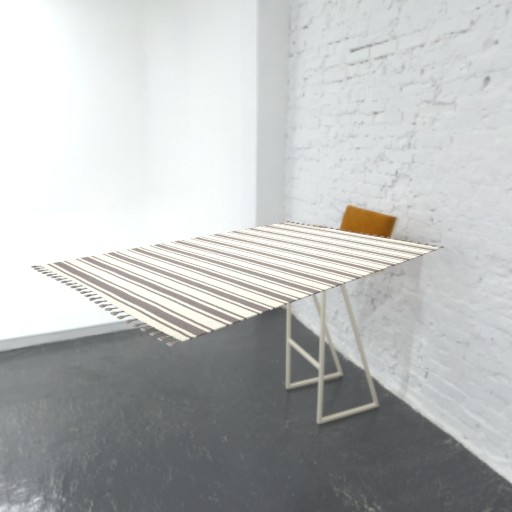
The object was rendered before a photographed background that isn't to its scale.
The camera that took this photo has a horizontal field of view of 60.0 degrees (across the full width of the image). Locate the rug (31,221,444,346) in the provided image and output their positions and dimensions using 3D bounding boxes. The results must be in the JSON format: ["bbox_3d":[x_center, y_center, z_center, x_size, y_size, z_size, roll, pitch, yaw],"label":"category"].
[{"bbox_3d":[0.000,0.000,3.034,2.425,0.014,1.563,-13,19,-42],"label":"rug"}]
